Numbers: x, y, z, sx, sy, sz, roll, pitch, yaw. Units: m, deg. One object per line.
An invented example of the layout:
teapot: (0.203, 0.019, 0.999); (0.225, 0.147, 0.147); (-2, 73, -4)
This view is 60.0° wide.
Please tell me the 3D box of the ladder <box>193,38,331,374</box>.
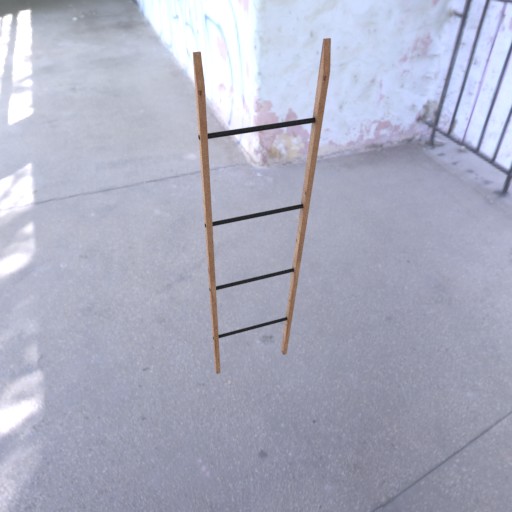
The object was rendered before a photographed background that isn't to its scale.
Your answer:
ladder: (0.000, 0.000, 1.974); (0.442, 1.805, 0.200); (-13, 43, -14)
